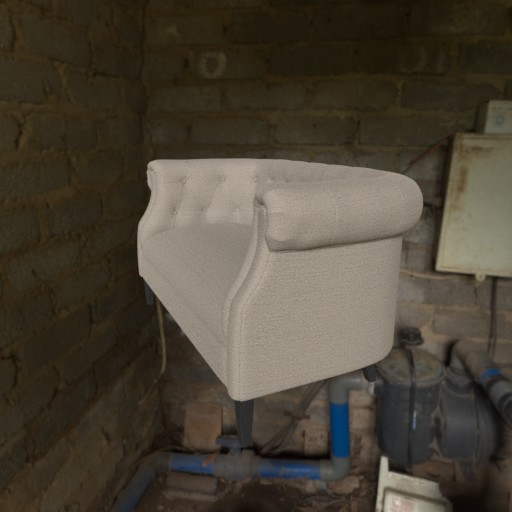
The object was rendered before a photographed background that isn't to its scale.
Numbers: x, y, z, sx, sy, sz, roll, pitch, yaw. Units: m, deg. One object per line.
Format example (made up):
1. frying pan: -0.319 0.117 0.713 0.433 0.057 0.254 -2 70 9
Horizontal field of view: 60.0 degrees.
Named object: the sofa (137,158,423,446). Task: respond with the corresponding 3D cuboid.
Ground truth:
1. sofa: 0.000 0.000 2.052 0.835 0.827 1.558 -7 17 -25
